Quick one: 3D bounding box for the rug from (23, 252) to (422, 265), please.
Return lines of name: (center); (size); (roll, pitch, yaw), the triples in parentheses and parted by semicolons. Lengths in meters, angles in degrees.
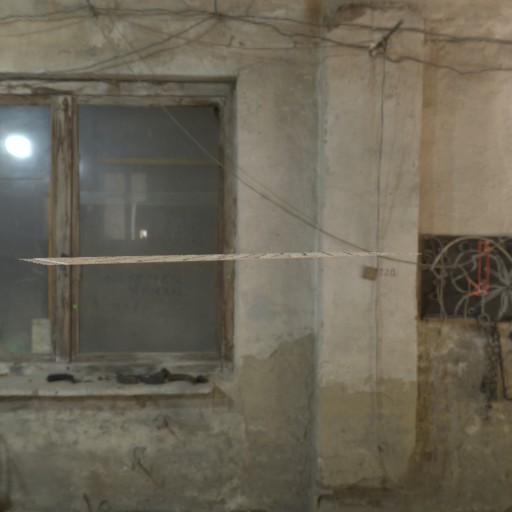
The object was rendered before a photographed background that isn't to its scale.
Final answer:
rug: (0.000, 0.000, 2.685); (2.464, 0.005, 0.660); (-1, 2, -36)
